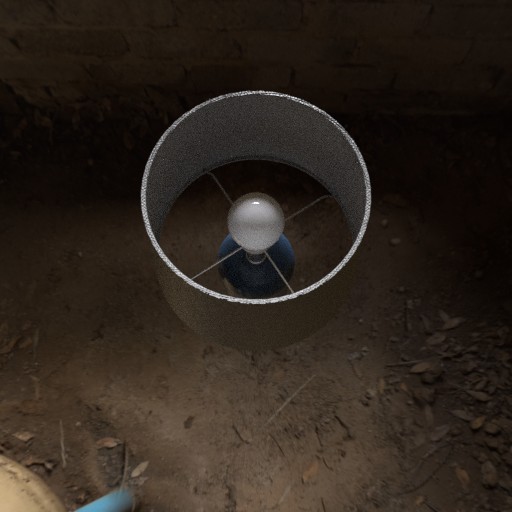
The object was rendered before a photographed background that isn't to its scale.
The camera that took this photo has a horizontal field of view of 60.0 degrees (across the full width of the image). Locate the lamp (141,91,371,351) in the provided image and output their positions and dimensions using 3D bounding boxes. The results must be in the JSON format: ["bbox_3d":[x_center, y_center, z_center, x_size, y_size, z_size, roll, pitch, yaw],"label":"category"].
[{"bbox_3d":[0.000,0.000,0.590,0.253,0.428,0.253,0,75,0],"label":"lamp"}]
